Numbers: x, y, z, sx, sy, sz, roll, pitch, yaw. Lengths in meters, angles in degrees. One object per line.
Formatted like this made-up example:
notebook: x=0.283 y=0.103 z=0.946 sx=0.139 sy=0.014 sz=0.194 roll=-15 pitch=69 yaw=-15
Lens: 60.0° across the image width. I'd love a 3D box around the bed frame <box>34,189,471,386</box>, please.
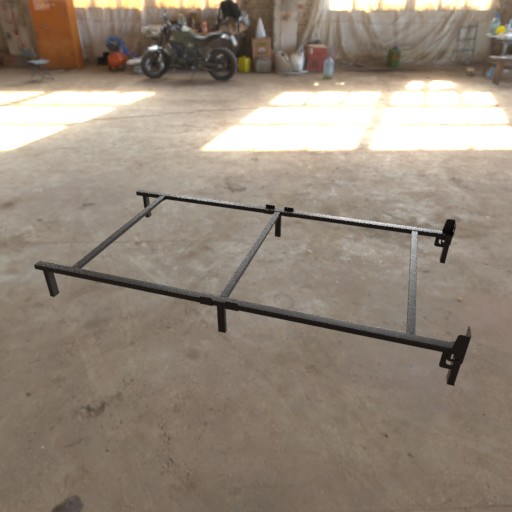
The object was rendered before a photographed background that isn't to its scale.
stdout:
bed frame: x=0.000 y=0.000 z=2.257 sx=1.897 sy=0.248 sz=0.968 roll=10 pitch=33 yaw=15
